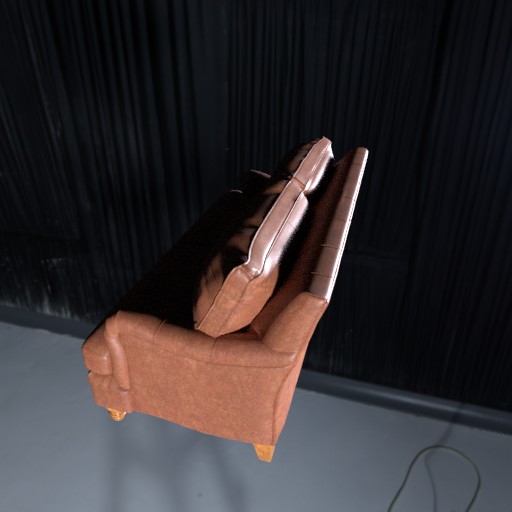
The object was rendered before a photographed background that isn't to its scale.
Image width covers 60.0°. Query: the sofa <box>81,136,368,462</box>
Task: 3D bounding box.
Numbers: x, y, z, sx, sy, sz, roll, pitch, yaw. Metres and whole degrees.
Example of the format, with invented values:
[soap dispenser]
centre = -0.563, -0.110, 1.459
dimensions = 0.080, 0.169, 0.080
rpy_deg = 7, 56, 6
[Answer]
[sofa]
centre = 0.000, 0.000, 2.794
dimensions = 1.147, 1.071, 2.144
rpy_deg = 8, 31, 14
